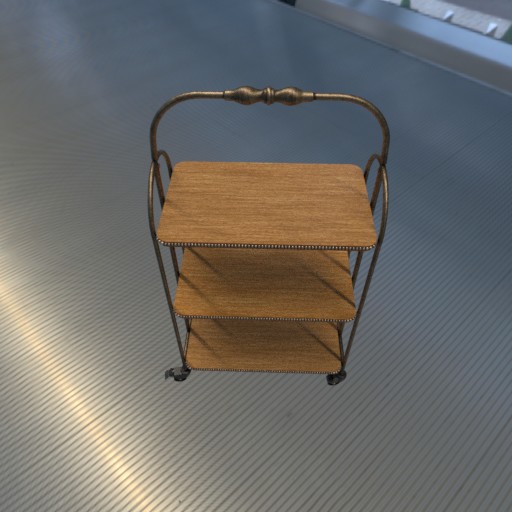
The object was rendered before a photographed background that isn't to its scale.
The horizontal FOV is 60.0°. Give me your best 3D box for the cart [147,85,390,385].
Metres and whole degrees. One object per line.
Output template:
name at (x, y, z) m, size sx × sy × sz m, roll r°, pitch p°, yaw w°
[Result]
cart at (0.000, 0.000, 1.320) m, size 0.650 × 1.052 × 0.330 m, roll 1°, pitch 47°, yaw 1°
